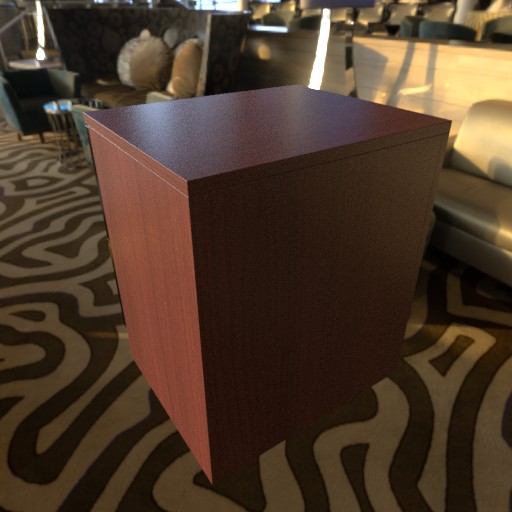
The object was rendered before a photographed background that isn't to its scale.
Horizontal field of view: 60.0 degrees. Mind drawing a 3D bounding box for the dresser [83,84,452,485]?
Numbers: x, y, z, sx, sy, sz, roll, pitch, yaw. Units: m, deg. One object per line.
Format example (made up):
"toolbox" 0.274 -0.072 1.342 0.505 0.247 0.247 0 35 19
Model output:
"dresser" 0.000 0.000 0.752 0.400 0.470 0.360 -19 36 -29
